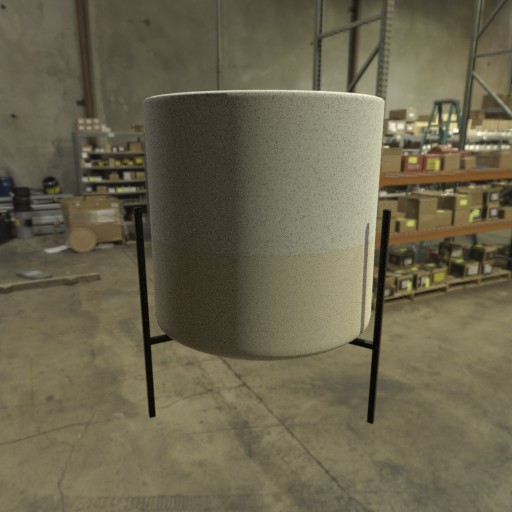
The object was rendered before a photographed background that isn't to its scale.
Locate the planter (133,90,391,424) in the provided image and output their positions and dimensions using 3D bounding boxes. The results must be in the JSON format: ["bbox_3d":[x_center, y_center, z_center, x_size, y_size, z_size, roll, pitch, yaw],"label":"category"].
[{"bbox_3d":[0.000,0.000,0.636,0.335,0.423,0.313,-8,17,-27],"label":"planter"}]
